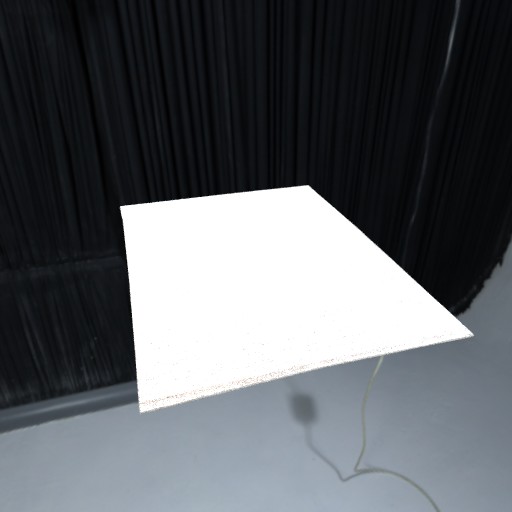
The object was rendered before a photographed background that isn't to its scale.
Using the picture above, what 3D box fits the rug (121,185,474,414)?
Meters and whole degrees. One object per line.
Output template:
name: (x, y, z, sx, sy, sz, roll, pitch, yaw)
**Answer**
rug: (0.000, 0.000, 5.068, 2.873, 0.053, 3.778, -9, 31, -14)
